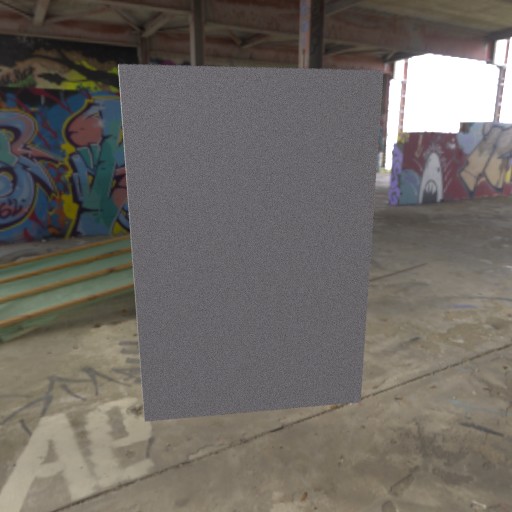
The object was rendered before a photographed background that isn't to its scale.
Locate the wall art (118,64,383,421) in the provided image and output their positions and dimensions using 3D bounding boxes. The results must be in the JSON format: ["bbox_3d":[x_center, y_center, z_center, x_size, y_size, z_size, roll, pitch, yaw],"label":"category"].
[{"bbox_3d":[0.000,0.000,0.610,0.329,0.482,0.011,-2,15,-8],"label":"wall art"}]
